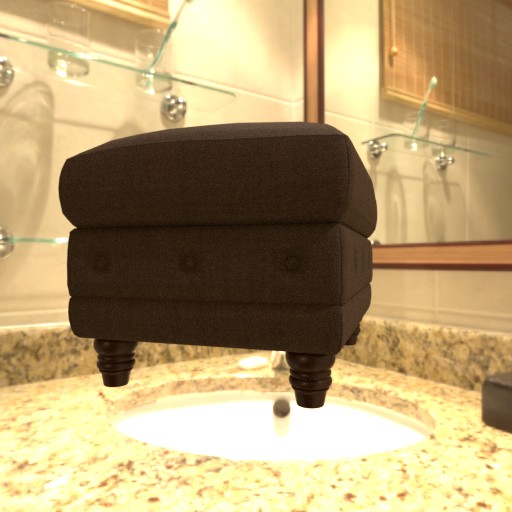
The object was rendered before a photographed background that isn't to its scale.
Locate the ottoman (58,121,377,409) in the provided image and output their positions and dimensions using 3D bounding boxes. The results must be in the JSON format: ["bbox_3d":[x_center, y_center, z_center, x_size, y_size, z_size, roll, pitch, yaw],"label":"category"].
[{"bbox_3d":[0.000,0.000,1.183,0.599,0.555,0.809,0,0,18],"label":"ottoman"}]
